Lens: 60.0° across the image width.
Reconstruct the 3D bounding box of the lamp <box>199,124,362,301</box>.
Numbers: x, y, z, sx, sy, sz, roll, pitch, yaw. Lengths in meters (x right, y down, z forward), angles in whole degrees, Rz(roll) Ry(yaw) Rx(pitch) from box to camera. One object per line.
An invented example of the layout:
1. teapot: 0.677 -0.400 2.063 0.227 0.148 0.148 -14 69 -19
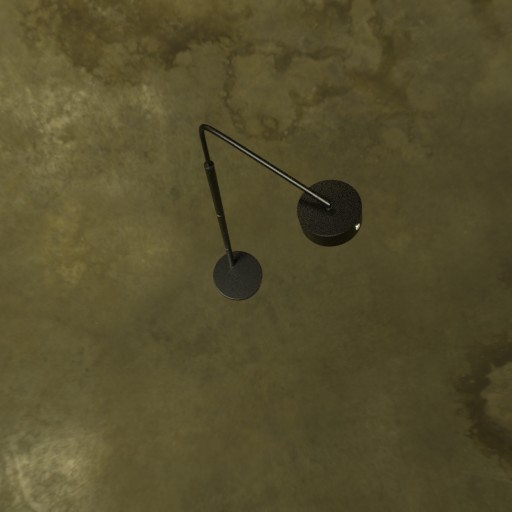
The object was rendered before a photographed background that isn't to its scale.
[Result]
1. lamp: 0.000 0.000 1.391 0.418 1.230 0.219 35 79 8
